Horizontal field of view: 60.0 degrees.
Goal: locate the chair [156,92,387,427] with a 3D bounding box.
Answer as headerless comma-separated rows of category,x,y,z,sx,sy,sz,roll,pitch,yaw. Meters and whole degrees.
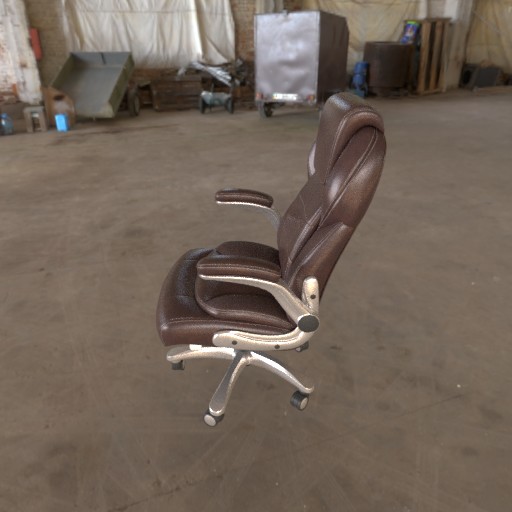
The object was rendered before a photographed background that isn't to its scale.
chair,0.000,0.000,1.698,0.774,1.160,0.733,0,26,0
